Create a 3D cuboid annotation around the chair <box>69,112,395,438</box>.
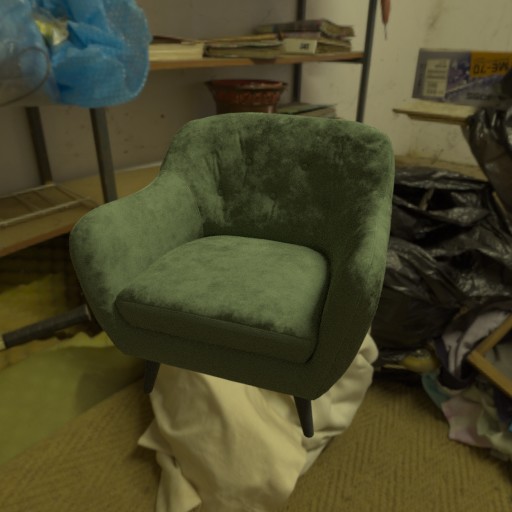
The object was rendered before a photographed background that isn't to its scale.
[{"bbox_3d":[0.000,0.000,1.485,0.840,0.804,0.819,9,28,17],"label":"chair"}]
